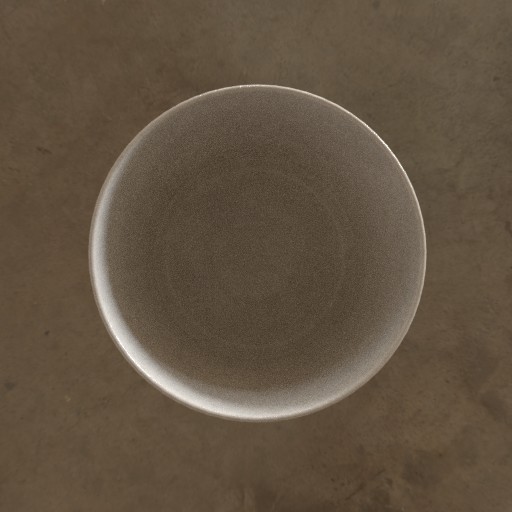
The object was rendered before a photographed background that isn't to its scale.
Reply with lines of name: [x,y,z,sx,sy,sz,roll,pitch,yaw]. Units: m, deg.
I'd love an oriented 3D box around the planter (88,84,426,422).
planter: [0.000,0.000,0.338,0.190,0.181,0.190,0,89,-1]
